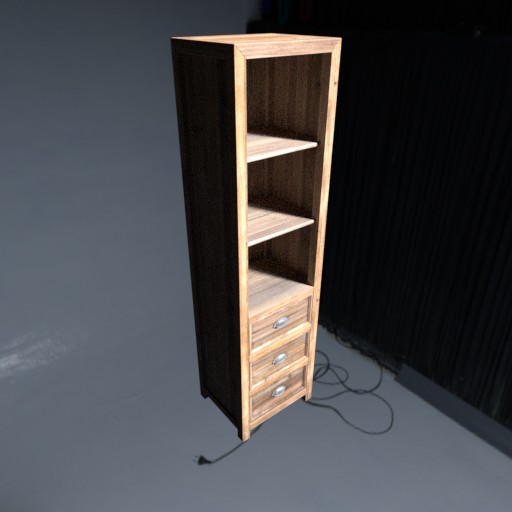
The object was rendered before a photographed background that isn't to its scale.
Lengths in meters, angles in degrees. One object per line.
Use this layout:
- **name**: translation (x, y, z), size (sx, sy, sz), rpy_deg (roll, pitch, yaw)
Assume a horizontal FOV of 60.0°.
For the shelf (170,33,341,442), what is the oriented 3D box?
- **shelf**: translation (0.000, 0.000, 2.148), size (0.500, 1.900, 0.428), rpy_deg (-21, 36, -32)
